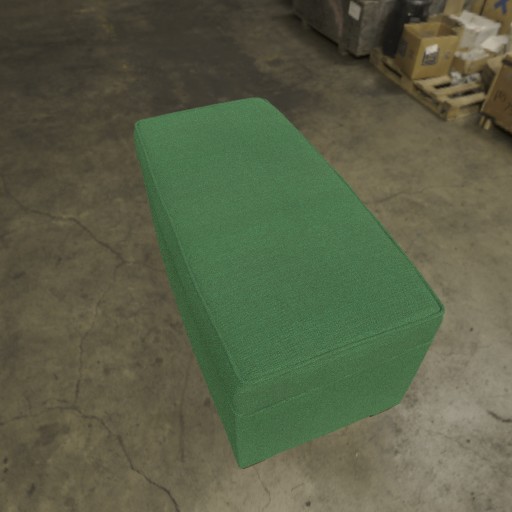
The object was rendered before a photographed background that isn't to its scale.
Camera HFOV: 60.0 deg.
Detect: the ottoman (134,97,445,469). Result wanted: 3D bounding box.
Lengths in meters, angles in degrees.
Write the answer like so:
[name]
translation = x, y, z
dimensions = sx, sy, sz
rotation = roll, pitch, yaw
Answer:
[ottoman]
translation = 0.000, 0.000, 1.236
dimensions = 0.483, 0.471, 0.957
rotation = -16, 48, -15
